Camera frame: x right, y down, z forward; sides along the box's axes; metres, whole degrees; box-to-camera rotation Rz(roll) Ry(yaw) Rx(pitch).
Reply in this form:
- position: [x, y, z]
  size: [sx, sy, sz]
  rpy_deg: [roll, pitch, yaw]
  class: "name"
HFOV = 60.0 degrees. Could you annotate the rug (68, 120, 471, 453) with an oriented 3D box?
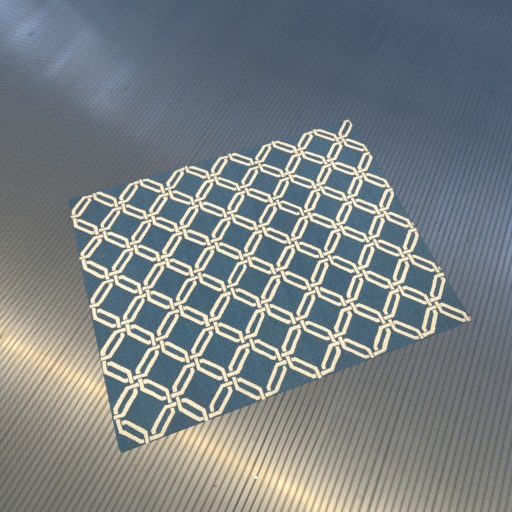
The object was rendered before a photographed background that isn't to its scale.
- position: [0.000, 0.000, 3.812]
  size: [2.867, 0.020, 2.277]
  rpy_deg: [-18, 65, -9]
  class: "rug"
